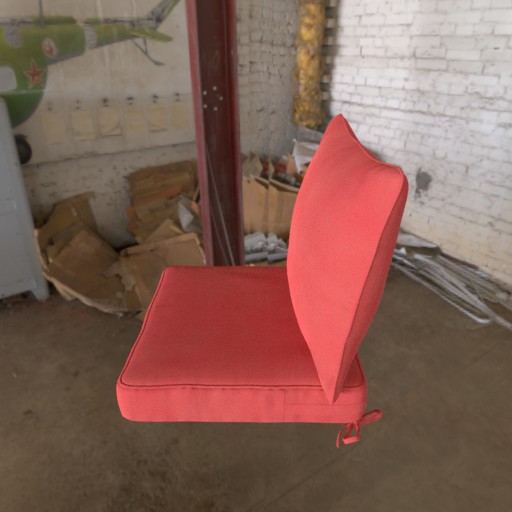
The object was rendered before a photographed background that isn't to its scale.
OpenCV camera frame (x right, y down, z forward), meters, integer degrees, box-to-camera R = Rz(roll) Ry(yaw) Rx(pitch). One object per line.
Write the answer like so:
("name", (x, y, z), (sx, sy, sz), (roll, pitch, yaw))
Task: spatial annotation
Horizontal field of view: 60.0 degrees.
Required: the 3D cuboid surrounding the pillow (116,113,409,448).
("pillow", (0.000, 0.000, 1.332), (0.733, 0.725, 0.798), (0, 26, 0))
